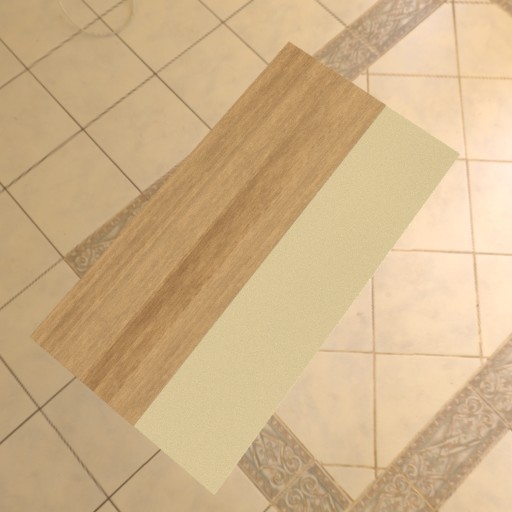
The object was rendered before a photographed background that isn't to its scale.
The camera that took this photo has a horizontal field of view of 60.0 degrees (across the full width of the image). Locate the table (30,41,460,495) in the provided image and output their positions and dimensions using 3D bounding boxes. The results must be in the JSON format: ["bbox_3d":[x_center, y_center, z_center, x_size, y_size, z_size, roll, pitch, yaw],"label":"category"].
[{"bbox_3d":[0.000,0.000,1.351,0.600,0.350,1.100,37,79,8],"label":"table"}]
